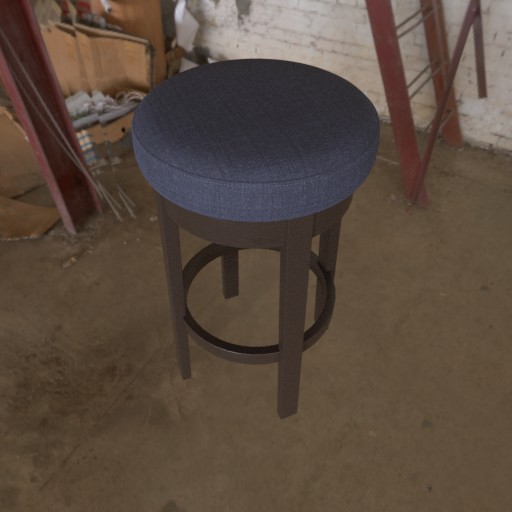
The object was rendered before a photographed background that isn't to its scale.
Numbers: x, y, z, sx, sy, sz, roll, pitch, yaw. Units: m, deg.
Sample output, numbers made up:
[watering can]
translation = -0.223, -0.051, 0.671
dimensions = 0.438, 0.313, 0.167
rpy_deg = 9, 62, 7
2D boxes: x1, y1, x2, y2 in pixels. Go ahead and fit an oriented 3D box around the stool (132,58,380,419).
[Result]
[stool]
translation = 0.000, 0.000, 1.011
dimensions = 0.446, 0.758, 0.446
rpy_deg = 0, 45, 0
